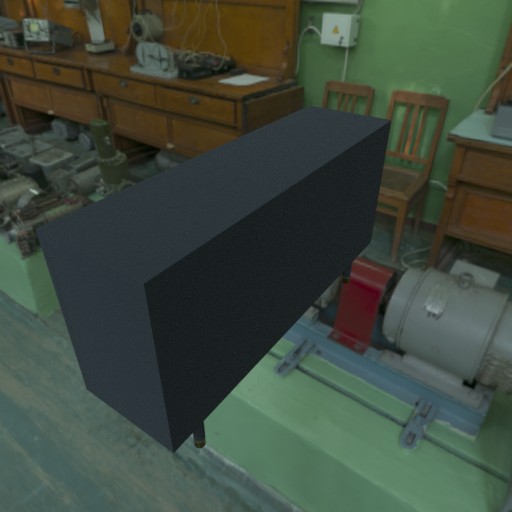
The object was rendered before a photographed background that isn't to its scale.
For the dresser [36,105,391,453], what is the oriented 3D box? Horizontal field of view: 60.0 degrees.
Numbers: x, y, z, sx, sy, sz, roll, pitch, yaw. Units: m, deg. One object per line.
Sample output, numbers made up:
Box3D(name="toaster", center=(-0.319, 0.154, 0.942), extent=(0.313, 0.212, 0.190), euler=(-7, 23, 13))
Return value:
Box3D(name="dresser", center=(0.000, 0.000, 1.917), extent=(0.463, 0.872, 1.558), euler=(22, 39, 29))
